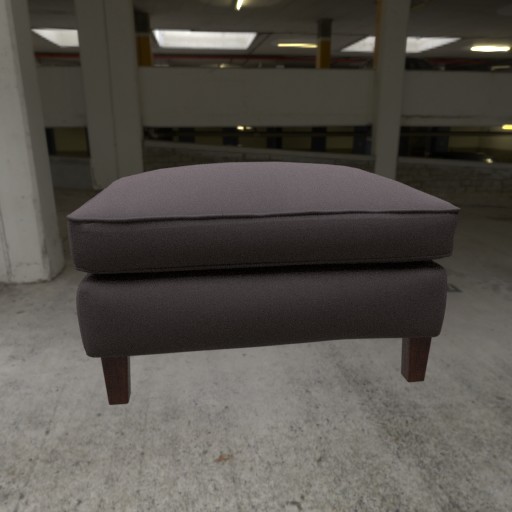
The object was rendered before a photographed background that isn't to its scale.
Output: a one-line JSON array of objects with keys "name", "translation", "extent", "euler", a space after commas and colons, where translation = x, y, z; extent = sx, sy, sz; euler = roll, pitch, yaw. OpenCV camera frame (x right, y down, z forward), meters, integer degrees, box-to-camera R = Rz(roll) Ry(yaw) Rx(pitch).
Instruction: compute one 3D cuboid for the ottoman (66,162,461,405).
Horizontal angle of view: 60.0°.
[{"name": "ottoman", "translation": [0.000, 0.000, 0.990], "extent": [0.686, 0.406, 0.508], "euler": [-2, 17, -7]}]
